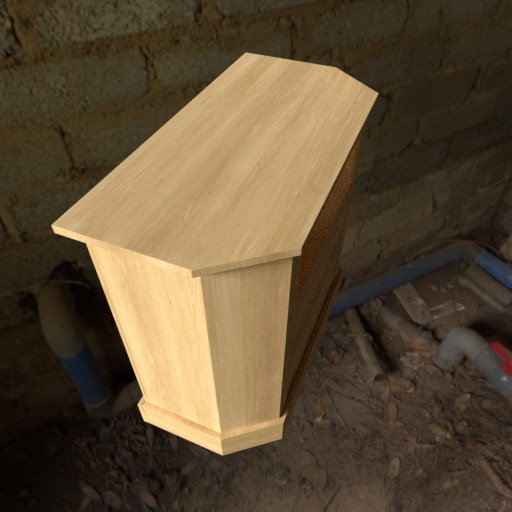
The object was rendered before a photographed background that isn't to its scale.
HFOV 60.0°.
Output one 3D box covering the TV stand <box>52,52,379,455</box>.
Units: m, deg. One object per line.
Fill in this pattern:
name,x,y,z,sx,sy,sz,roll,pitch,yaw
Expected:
TV stand,0.000,0.000,1.277,0.425,0.781,0.851,17,48,16
